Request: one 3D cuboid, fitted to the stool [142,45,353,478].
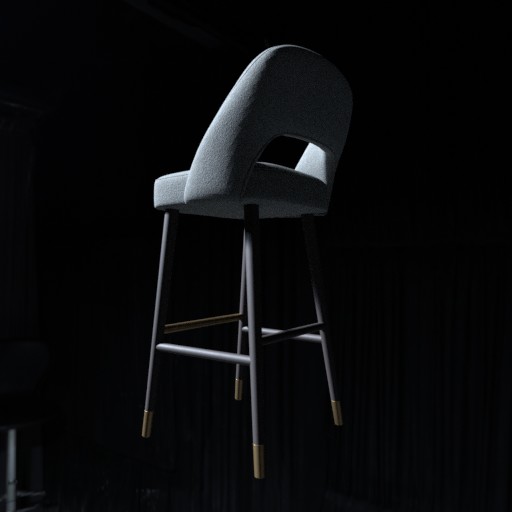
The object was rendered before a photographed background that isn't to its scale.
[{"bbox_3d":[0.000,0.000,1.372,0.524,1.089,0.536,0,0,37],"label":"stool"}]
